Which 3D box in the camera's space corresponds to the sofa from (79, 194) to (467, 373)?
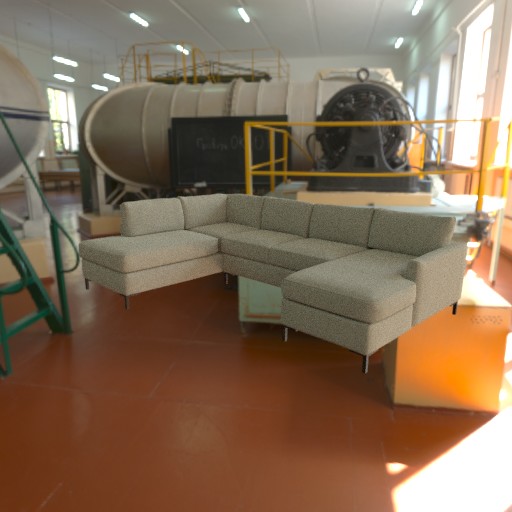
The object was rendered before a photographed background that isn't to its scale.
[{"bbox_3d":[0.000,0.000,3.984,2.984,0.862,1.989,13,19,43],"label":"sofa"}]
